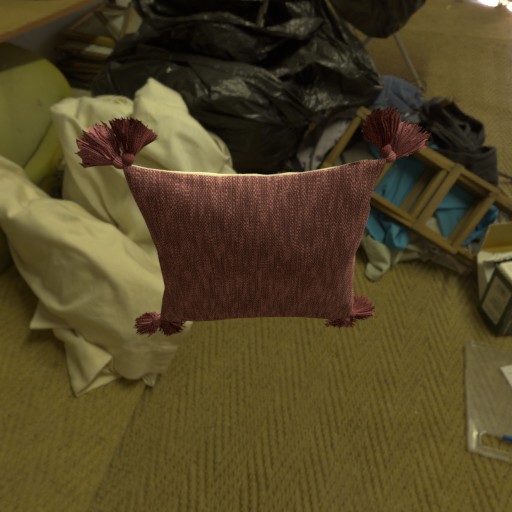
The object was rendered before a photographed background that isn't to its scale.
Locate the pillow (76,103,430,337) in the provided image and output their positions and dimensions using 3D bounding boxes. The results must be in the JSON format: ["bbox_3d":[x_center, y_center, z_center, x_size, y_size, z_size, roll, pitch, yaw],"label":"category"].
[{"bbox_3d":[0.000,0.000,0.963,0.641,0.659,0.138,-2,47,-2],"label":"pillow"}]
